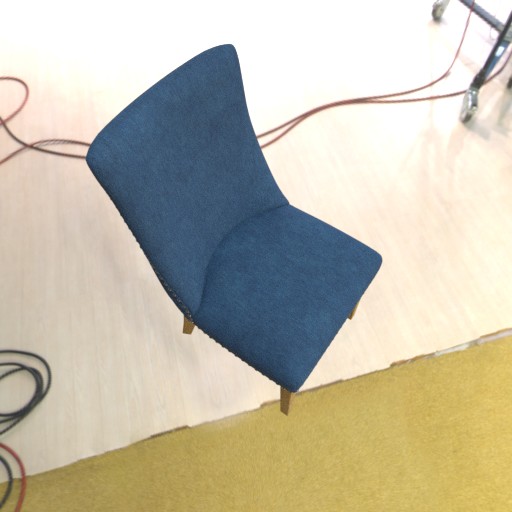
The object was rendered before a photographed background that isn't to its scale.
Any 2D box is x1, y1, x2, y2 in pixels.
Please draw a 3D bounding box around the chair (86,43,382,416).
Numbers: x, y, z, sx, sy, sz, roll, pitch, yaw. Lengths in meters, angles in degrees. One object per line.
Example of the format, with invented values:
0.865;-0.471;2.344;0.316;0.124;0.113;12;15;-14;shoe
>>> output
0.000;0.000;1.276;0.610;0.902;0.495;32;64;18;chair
